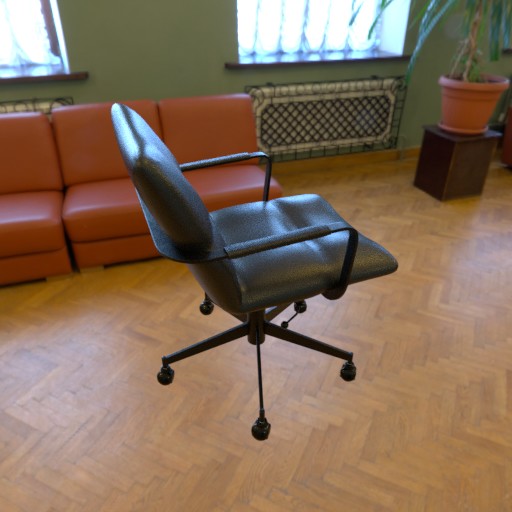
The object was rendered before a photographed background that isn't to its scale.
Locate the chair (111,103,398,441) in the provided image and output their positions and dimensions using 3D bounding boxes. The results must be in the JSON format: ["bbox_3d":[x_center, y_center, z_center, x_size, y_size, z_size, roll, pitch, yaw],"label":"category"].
[{"bbox_3d":[0.000,0.000,1.457,0.748,0.922,0.719,-11,33,-17],"label":"chair"}]
